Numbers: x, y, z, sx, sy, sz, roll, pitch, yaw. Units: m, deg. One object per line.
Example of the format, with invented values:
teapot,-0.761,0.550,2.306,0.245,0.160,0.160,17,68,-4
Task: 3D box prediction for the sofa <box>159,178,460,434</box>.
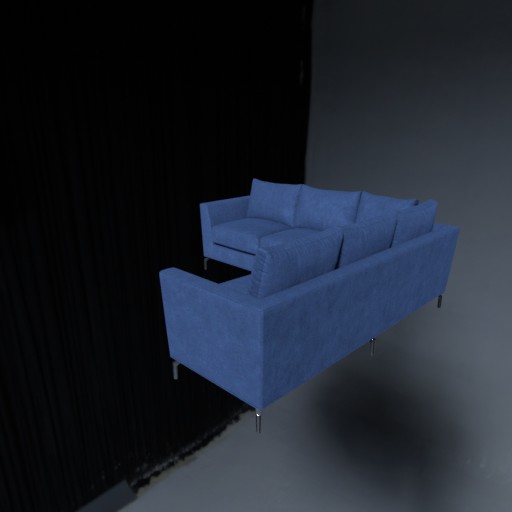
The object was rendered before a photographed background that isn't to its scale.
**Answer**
sofa,0.000,0.000,3.831,2.472,0.988,2.463,16,23,42
